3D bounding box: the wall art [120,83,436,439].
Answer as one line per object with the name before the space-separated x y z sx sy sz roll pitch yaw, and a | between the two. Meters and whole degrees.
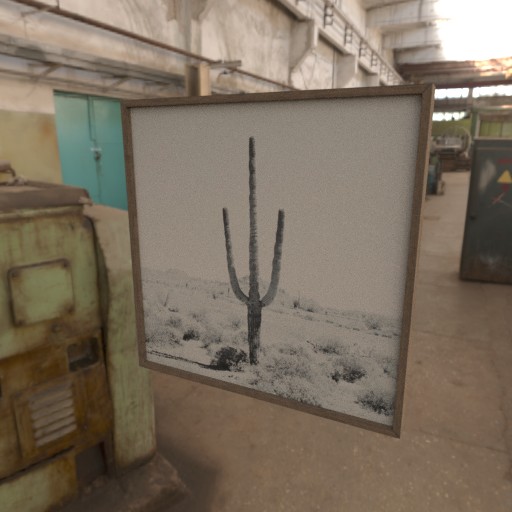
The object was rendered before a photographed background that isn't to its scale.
wall art | 0.000 0.000 0.738 0.508 0.508 0.038 7 16 26
